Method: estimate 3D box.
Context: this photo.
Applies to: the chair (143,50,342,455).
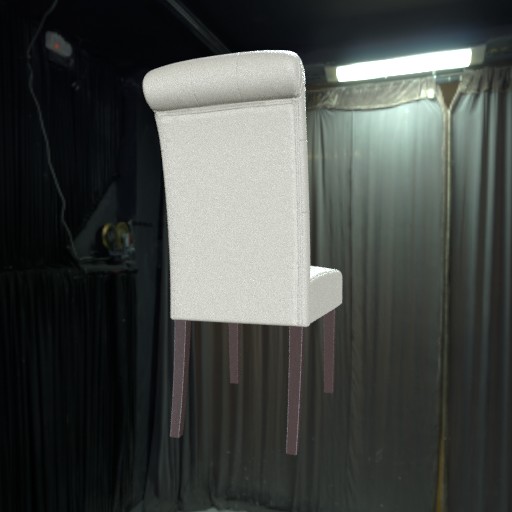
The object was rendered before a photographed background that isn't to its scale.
[{"bbox_3d":[0.000,0.000,1.389,0.456,1.006,0.671,0,1,18],"label":"chair"}]
